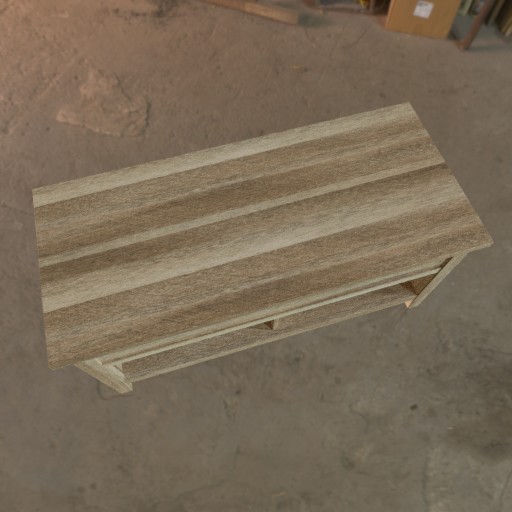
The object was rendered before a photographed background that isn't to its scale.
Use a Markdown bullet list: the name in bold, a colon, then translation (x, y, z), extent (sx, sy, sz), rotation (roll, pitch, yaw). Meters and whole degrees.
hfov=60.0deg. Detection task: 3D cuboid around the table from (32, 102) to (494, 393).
- **table**: translation (0.000, 0.000, 1.358), extent (1.095, 0.480, 0.493), rotation (-15, 65, -7)
